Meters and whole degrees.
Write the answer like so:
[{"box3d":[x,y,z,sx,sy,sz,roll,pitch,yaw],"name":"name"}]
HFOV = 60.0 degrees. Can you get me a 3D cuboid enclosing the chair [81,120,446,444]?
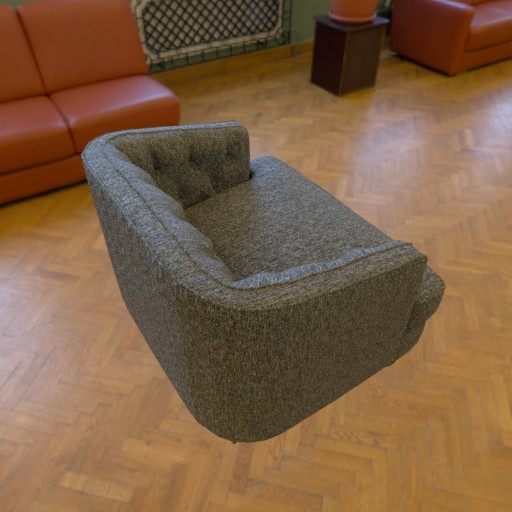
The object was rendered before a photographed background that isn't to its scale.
[{"box3d":[0.000,0.000,1.701,0.941,0.852,1.104,-25,48,-24],"name":"chair"}]
